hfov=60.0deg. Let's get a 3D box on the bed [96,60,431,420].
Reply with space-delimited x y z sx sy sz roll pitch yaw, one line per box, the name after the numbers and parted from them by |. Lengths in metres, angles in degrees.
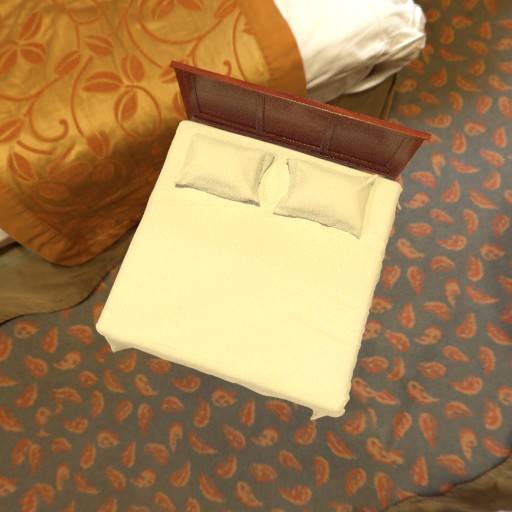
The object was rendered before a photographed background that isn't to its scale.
0.000 0.000 3.619 2.314 1.271 2.219 18 76 4 | bed
